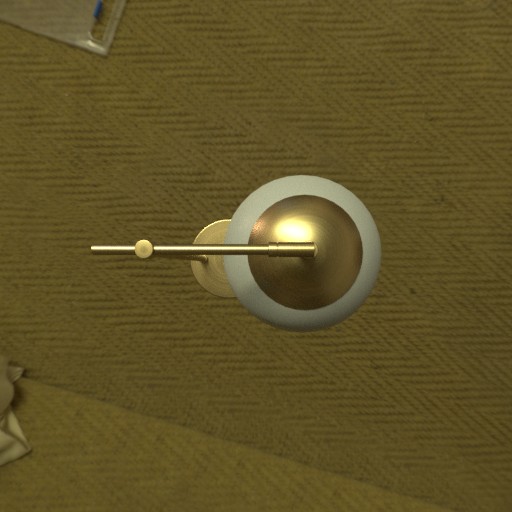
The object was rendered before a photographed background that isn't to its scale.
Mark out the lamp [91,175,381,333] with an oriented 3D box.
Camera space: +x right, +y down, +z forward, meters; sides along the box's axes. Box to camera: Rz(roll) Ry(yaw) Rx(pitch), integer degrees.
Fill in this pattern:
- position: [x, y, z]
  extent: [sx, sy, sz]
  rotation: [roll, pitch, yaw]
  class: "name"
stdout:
- position: [0.000, 0.000, 0.705]
  extent: [0.324, 0.559, 0.207]
  rotation: [0, 89, 0]
  class: "lamp"
